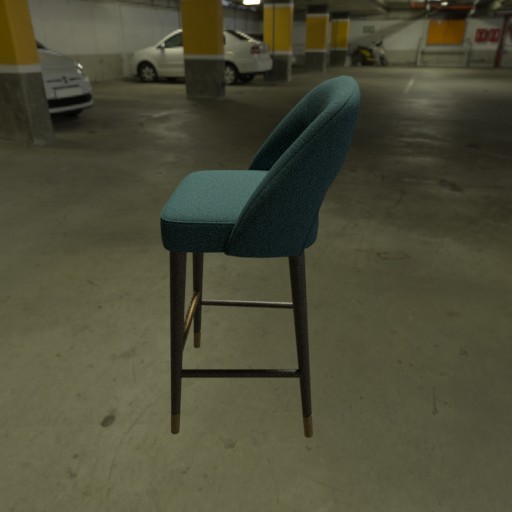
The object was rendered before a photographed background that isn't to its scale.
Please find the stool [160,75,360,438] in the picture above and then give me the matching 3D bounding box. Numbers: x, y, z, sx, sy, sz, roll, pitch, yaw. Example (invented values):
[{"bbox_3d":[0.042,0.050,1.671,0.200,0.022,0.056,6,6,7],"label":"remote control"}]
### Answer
[{"bbox_3d":[0.000,0.000,1.369,0.522,1.032,0.536,1,26,2],"label":"stool"}]
